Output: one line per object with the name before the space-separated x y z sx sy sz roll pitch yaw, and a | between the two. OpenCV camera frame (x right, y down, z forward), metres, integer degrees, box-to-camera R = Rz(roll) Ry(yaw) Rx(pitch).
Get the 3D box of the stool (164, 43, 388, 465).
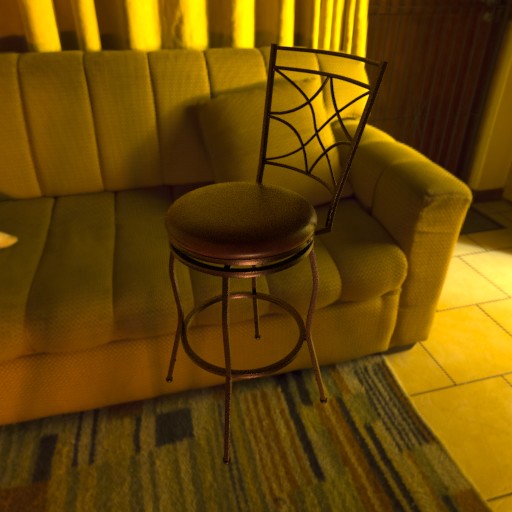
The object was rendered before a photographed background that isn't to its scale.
stool | 0.000 0.000 1.354 0.534 1.117 0.434 -20 37 -29
